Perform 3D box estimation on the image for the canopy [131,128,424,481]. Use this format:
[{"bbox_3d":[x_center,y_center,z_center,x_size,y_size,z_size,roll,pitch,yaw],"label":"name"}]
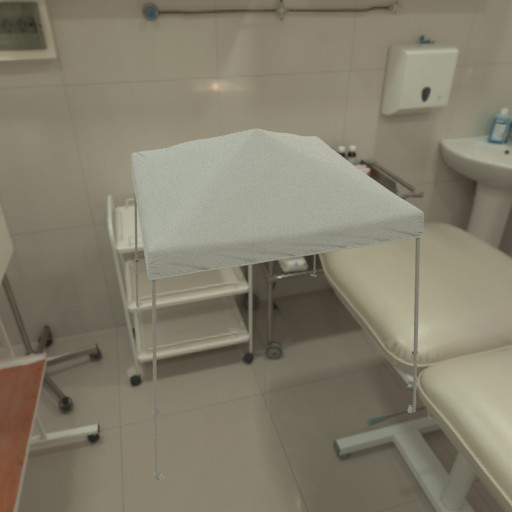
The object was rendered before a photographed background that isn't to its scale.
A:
[{"bbox_3d":[0.000,0.000,4.973,2.848,2.849,2.849,-9,33,-14],"label":"canopy"}]
